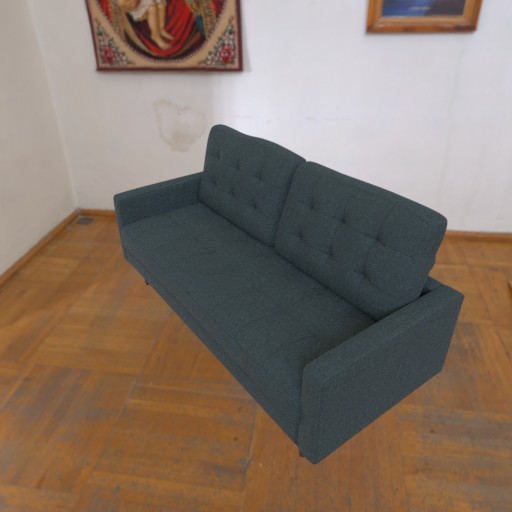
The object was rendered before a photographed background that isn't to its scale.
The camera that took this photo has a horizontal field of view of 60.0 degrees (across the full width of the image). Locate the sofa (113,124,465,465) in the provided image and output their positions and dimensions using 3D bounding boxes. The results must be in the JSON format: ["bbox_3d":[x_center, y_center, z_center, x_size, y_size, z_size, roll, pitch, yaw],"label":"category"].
[{"bbox_3d":[0.000,0.000,2.542,0.966,1.050,2.010,-21,38,-30],"label":"sofa"}]
